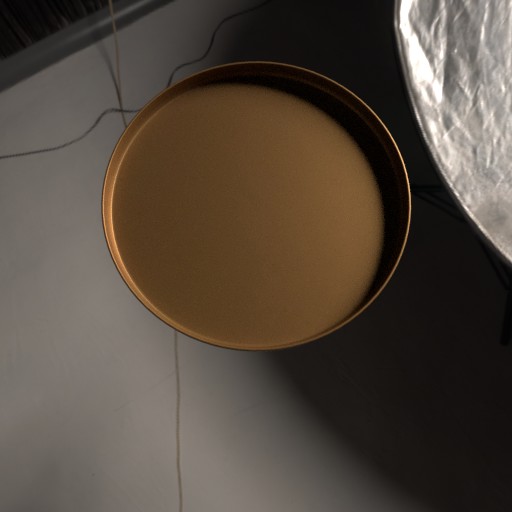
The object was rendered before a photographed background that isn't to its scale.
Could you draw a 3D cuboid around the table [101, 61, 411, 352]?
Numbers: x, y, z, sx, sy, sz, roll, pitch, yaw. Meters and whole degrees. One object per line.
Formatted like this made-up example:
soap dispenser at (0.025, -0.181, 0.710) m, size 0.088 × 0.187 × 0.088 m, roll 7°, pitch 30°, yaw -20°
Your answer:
table at (0.000, 0.000, 0.661) m, size 0.299 × 0.480 × 0.299 m, roll -34°, pitch 78°, yaw -8°
